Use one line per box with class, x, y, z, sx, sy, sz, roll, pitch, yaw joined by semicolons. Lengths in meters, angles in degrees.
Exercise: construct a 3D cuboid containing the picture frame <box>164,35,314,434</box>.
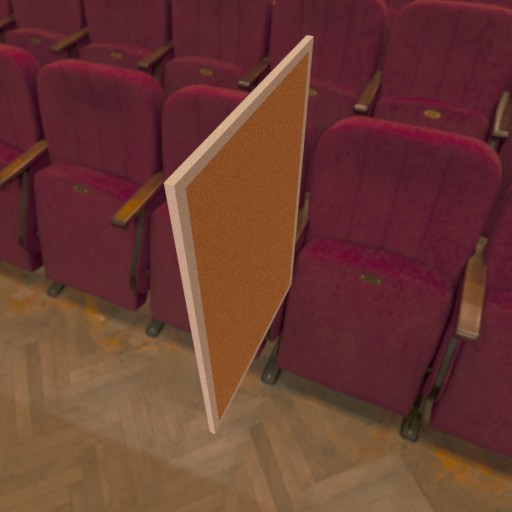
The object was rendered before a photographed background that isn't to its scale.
picture frame;0.000;0.000;0.854;0.013;0.657;0.457;18;49;16
